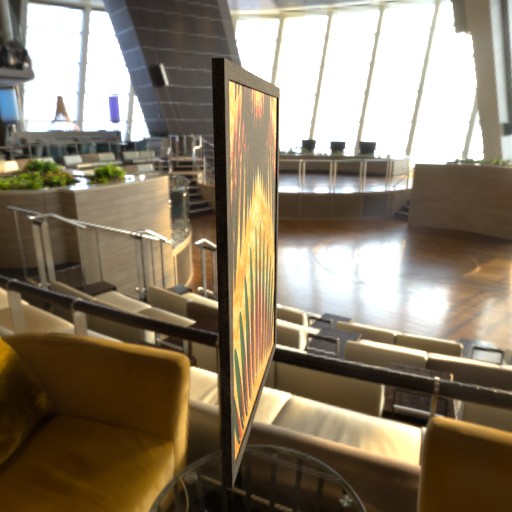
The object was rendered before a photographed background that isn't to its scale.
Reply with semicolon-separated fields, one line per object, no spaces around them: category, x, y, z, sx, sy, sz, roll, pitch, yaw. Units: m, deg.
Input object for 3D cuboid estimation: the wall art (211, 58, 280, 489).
wall art;0.000;0.000;1.422;0.029;1.066;0.812;3;17;10
